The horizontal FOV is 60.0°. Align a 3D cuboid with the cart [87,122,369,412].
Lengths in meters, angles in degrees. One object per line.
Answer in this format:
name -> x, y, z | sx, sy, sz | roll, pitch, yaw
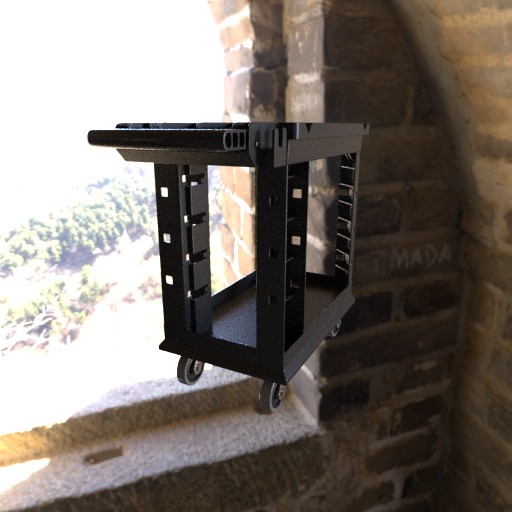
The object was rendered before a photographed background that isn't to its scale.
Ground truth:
cart -> 0.000, 0.000, 1.539 | 0.497, 0.884, 1.061 | 8, 18, 27
